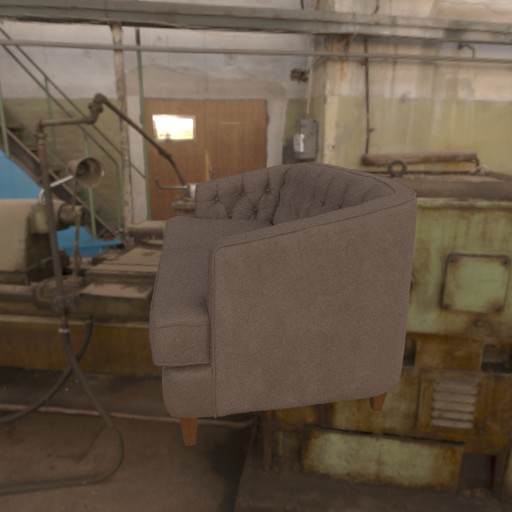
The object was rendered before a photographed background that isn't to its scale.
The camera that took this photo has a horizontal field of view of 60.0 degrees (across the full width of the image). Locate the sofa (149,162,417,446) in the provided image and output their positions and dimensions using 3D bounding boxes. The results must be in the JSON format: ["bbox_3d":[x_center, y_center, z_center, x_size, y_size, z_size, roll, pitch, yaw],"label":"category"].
[{"bbox_3d":[0.000,0.000,2.204,0.941,0.855,1.733,-2,16,-9],"label":"sofa"}]
